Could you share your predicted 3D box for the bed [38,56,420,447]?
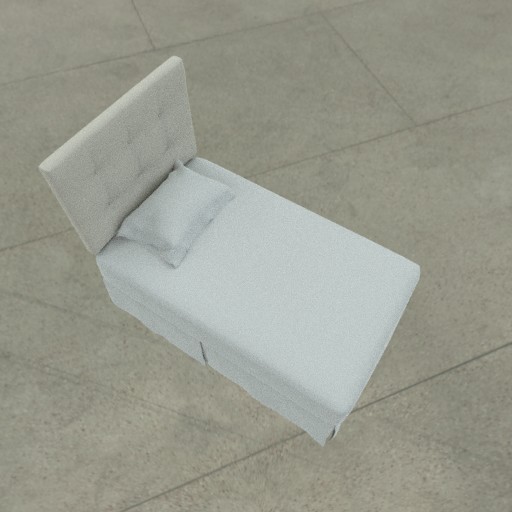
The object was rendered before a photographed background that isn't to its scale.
[{"bbox_3d":[0.000,0.000,2.913,1.997,1.571,1.261,29,62,17],"label":"bed"}]
